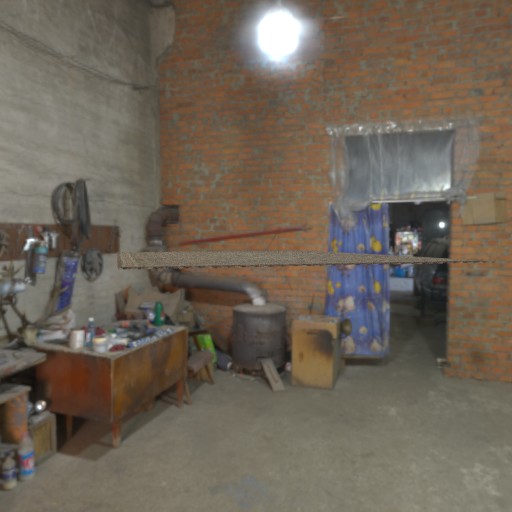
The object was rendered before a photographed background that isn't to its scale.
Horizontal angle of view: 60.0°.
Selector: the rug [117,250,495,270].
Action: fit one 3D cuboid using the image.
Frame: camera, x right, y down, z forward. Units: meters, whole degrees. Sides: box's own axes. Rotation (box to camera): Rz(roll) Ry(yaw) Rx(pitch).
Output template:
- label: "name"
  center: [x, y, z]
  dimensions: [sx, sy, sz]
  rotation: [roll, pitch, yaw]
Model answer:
- label: "rug"
  center: [0.000, 0.000, 4.075]
  dimensions: [2.437, 0.010, 3.056]
  rotation: [-1, 2, -17]
